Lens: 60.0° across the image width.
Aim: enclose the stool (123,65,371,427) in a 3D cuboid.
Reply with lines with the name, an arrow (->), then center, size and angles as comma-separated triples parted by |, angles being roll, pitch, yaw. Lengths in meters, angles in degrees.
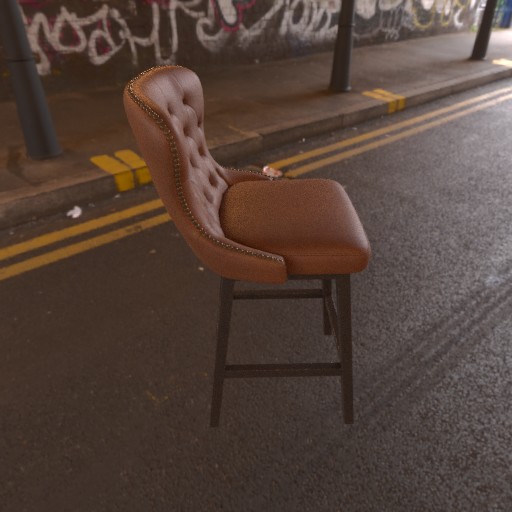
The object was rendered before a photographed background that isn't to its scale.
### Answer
stool -> 0.000, 0.000, 1.277 | 0.593, 0.971, 0.528 | -1, 33, -1
